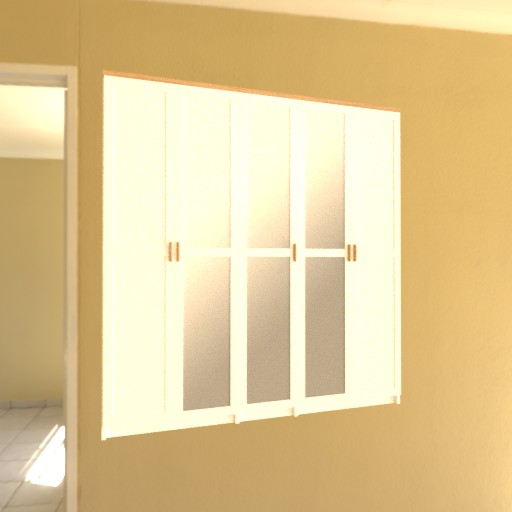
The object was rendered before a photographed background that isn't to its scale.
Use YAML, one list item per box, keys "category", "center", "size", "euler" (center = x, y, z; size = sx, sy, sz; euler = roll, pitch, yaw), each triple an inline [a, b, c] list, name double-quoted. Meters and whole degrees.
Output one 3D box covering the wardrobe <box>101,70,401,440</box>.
- category: "wardrobe"
  center: [0.000, 0.000, 3.299]
  size: [2.160, 2.260, 0.590]
  euler: [0, -1, -19]
